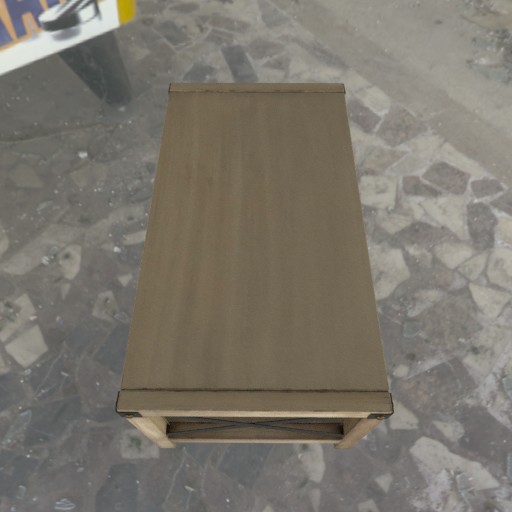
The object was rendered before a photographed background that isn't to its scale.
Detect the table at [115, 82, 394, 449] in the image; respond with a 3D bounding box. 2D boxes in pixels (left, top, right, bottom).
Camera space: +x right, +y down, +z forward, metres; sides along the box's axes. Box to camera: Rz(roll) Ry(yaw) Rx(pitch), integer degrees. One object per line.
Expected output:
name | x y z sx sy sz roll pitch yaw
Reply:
table | 0.000 0.000 1.320 0.559 0.456 1.016 0 58 0
